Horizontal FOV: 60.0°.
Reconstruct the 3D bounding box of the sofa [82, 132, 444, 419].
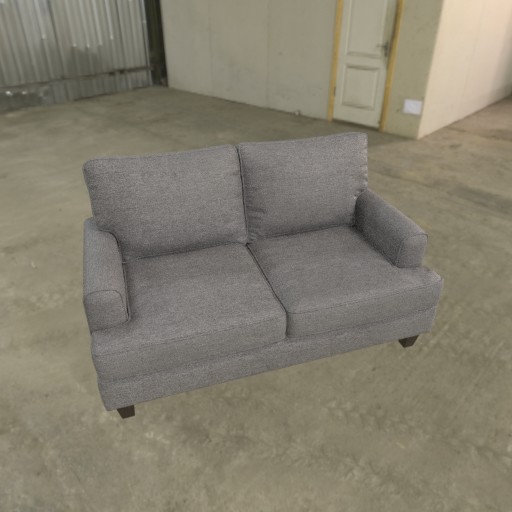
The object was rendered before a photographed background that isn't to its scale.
[{"bbox_3d":[0.000,0.000,2.254,1.651,0.965,0.965,-10,34,-15],"label":"sofa"}]
